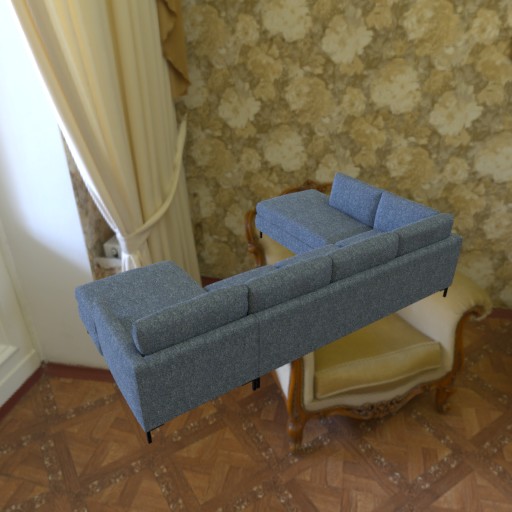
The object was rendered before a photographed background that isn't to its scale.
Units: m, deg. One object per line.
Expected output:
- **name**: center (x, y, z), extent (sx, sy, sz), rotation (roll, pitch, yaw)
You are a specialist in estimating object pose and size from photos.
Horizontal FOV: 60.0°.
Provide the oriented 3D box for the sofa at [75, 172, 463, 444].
- **sofa**: center (0.000, 0.000, 3.593), extent (2.737, 0.756, 1.879), rotation (-18, 33, -29)
